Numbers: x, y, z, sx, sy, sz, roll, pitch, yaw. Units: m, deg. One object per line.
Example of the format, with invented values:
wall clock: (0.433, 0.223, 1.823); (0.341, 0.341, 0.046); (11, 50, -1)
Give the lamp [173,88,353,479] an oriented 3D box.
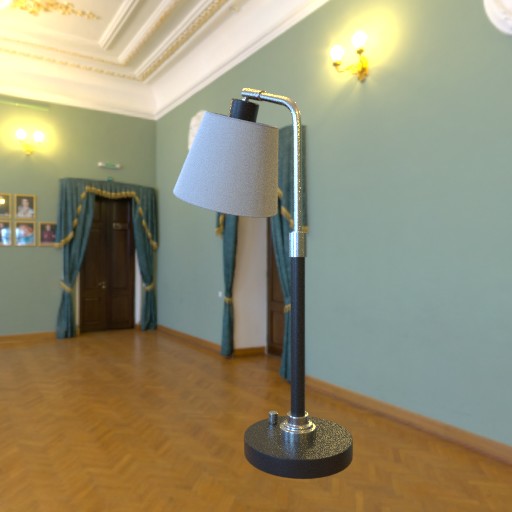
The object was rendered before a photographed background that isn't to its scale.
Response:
lamp: (0.000, 0.000, 0.690); (0.181, 0.539, 0.348); (0, 0, -35)
